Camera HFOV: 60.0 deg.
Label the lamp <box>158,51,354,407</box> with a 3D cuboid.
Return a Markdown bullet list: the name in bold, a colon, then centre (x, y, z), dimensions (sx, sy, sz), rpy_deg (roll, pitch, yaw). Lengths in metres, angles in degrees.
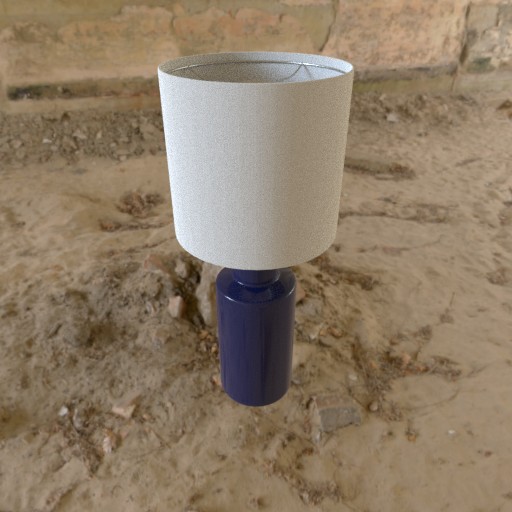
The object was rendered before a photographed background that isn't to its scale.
- **lamp**: centre (0.000, 0.000, 0.615), dimensions (0.212, 0.493, 0.212), rpy_deg (20, 37, 29)
